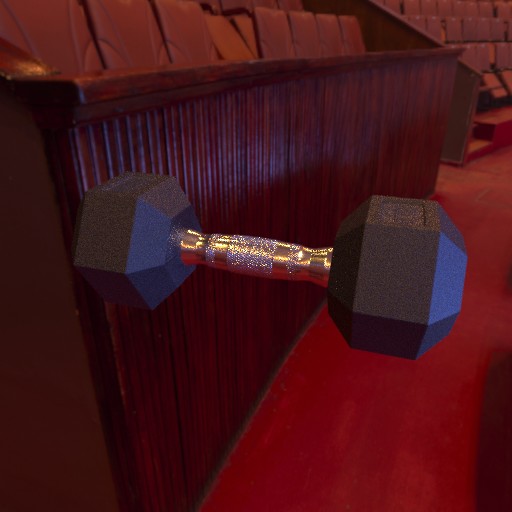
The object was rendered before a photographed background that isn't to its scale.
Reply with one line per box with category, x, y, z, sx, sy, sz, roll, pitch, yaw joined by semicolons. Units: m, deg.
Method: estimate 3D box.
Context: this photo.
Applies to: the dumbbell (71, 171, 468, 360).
dumbbell;0.000;0.000;0.324;0.272;0.092;0.106;8;28;16
